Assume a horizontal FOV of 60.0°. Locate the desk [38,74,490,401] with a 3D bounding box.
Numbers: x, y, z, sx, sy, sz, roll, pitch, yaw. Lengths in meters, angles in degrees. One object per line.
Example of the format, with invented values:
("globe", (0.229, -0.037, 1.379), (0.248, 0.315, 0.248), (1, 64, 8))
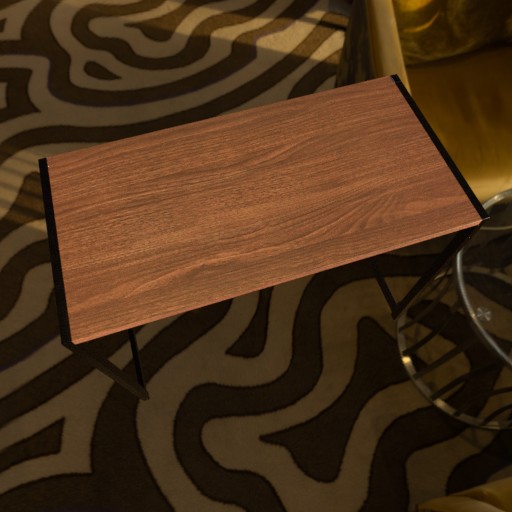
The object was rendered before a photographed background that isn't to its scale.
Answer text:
("desk", (0.000, 0.000, 1.437), (1.016, 0.762, 0.508), (-16, 65, -8))
